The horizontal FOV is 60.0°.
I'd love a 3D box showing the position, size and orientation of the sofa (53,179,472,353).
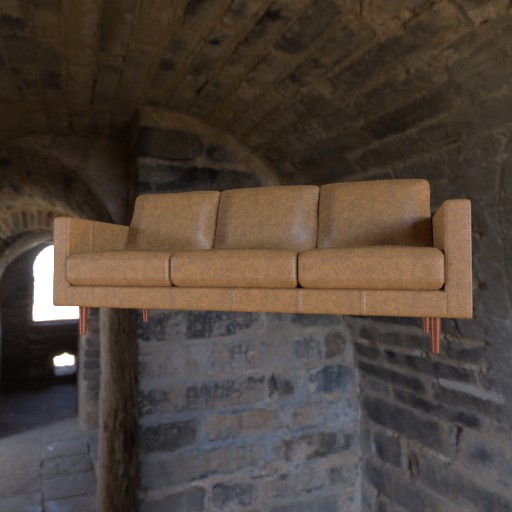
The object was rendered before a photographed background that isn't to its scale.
[{"bbox_3d":[0.000,0.000,2.653,2.231,0.930,0.903,-1,-2,17],"label":"sofa"}]
